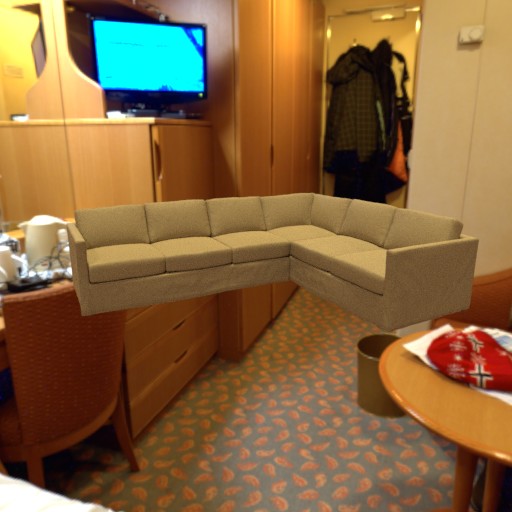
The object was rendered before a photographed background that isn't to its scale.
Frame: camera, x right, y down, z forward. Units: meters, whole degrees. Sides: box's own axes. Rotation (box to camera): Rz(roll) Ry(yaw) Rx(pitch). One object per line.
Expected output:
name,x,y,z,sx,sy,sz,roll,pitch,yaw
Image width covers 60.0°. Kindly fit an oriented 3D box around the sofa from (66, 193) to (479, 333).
sofa,0.000,0.000,4.286,3.182,0.871,2.432,-8,17,-26
